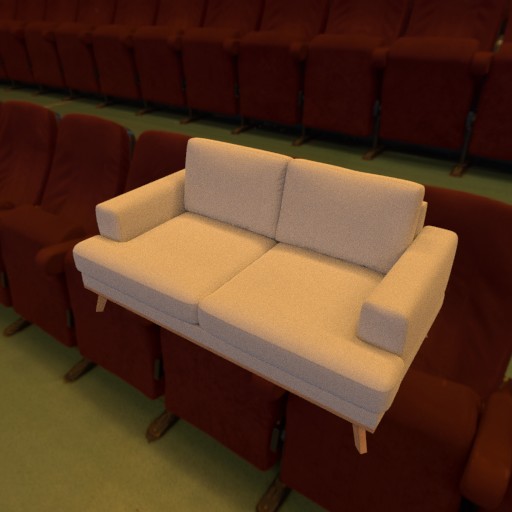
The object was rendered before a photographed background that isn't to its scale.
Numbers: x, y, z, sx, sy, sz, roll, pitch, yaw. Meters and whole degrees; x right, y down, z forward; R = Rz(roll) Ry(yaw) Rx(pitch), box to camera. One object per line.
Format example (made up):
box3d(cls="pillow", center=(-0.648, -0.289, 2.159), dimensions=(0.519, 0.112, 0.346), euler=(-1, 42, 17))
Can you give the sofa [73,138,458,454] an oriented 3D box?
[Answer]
box3d(cls="sofa", center=(0.000, 0.000, 2.122), dimensions=(1.651, 0.810, 0.915), euler=(19, 36, 29))
